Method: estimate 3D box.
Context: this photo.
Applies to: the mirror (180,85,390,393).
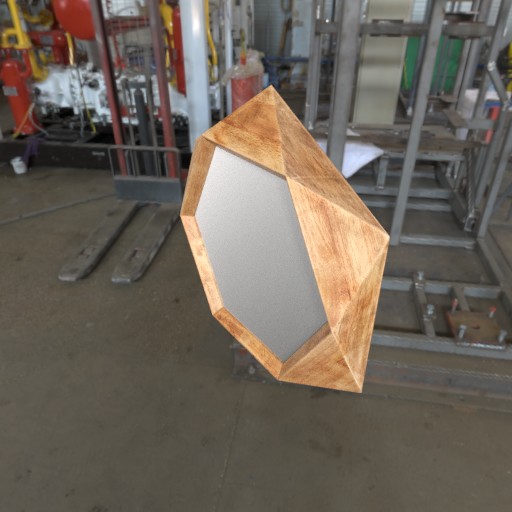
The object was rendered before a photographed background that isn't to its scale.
[{"bbox_3d":[0.000,0.000,1.074,0.091,0.779,0.675,-21,38,-30],"label":"mirror"}]
